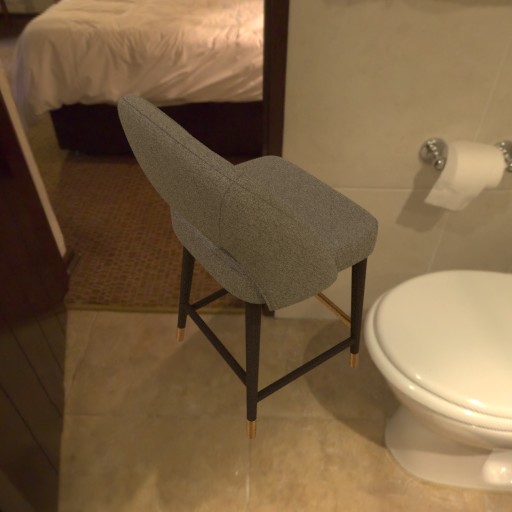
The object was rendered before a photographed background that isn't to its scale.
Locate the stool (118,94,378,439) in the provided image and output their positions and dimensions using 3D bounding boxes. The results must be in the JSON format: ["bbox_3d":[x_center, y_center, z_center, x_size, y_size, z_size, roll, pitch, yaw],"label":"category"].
[{"bbox_3d":[0.000,0.000,1.225,0.524,0.925,0.536,-25,47,-26],"label":"stool"}]
